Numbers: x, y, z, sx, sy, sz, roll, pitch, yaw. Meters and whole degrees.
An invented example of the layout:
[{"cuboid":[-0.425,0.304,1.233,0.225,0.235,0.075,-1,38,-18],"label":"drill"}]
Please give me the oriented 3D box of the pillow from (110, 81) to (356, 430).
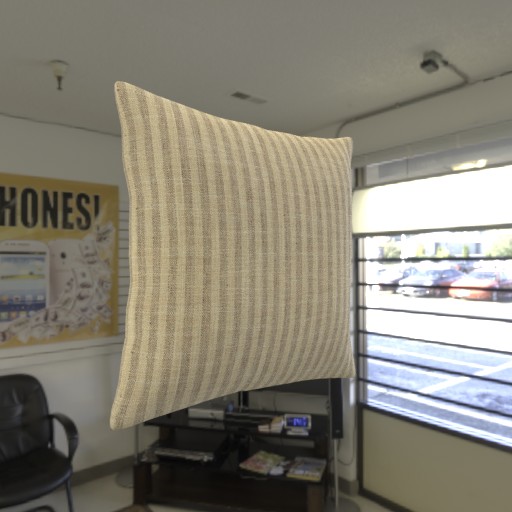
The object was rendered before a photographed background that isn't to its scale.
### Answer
[{"cuboid":[0.000,0.000,0.792,0.523,0.510,0.166,0,-1,-37],"label":"pillow"}]
